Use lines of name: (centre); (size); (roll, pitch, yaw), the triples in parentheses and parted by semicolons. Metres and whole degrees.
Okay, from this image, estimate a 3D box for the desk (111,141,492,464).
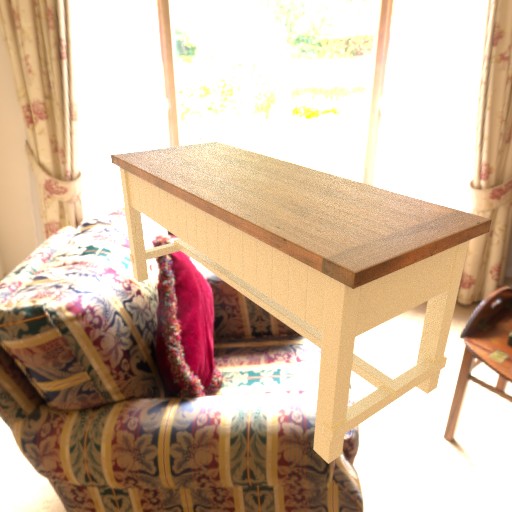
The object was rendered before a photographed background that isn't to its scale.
desk: (0.000, 0.000, 2.160); (0.688, 0.762, 1.803); (-17, 30, -33)
